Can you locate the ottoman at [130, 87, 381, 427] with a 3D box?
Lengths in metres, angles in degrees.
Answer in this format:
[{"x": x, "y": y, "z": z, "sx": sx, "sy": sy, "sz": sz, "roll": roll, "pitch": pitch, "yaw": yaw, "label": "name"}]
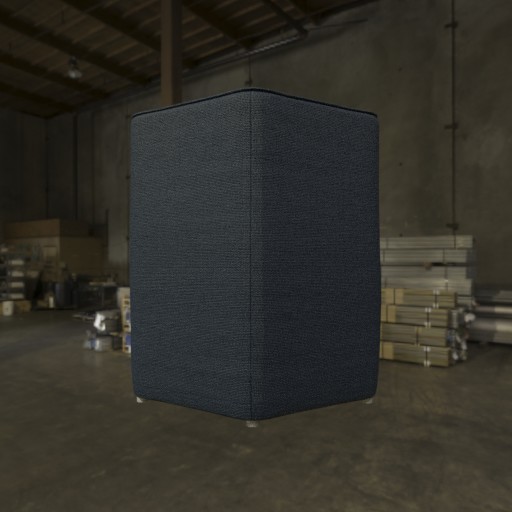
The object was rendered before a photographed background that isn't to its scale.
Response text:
[{"x": 0.000, "y": 0.000, "z": 0.879, "sx": 0.492, "sy": 0.505, "sz": 0.454, "roll": 0, "pitch": -1, "yaw": 35, "label": "ottoman"}]
